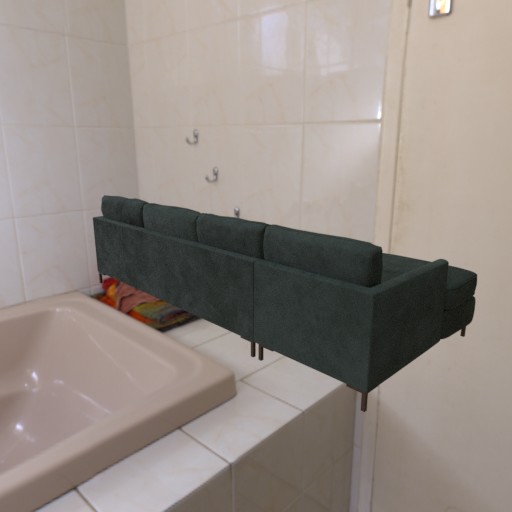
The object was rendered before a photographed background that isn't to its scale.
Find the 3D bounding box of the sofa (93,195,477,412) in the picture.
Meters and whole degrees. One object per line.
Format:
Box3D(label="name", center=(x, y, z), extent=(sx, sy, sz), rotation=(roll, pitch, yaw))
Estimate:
Box3D(label="sofa", center=(0.000, 0.000, 4.062), extent=(1.500, 0.967, 3.400), rotation=(-14, 20, -43))
